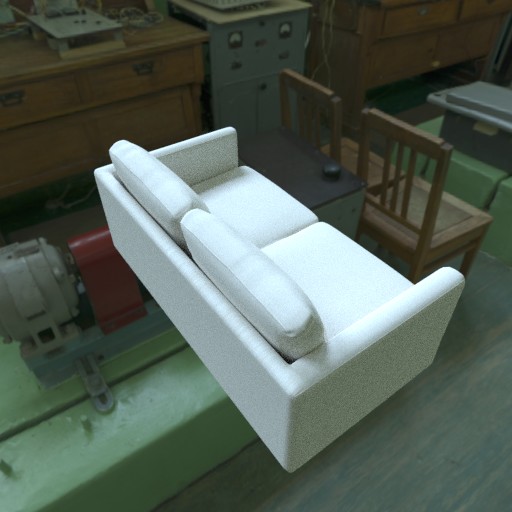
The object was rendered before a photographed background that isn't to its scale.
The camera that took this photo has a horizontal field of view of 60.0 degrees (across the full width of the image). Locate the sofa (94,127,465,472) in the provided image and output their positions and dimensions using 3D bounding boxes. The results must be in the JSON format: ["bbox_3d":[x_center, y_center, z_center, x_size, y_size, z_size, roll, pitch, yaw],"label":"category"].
[{"bbox_3d":[0.000,0.000,2.237,0.940,0.893,1.713,-26,48,-26],"label":"sofa"}]
